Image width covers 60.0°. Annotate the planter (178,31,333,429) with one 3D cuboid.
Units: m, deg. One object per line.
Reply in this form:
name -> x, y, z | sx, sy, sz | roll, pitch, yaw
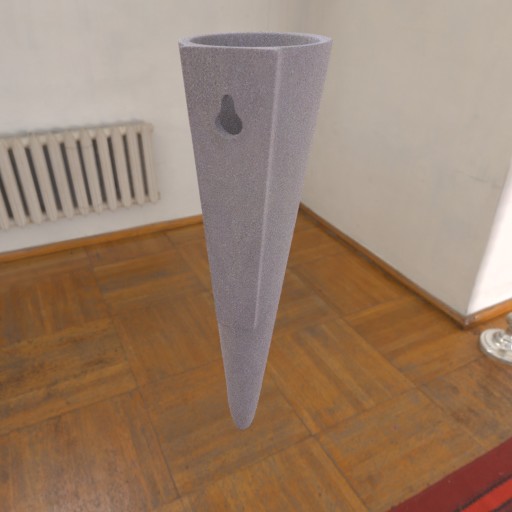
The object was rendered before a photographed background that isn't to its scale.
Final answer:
planter -> 0.000, 0.000, 0.293 | 0.078, 0.259, 0.087 | 9, 32, 15
